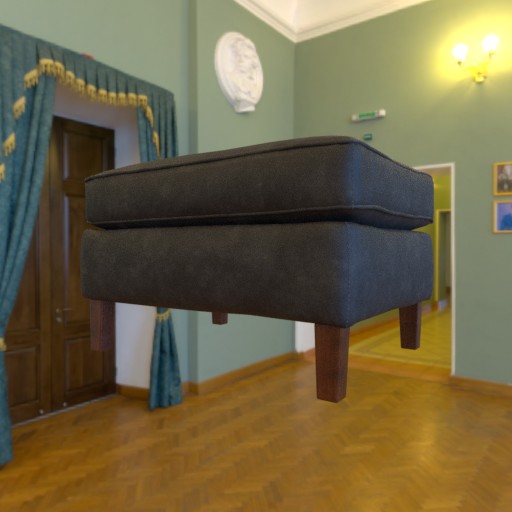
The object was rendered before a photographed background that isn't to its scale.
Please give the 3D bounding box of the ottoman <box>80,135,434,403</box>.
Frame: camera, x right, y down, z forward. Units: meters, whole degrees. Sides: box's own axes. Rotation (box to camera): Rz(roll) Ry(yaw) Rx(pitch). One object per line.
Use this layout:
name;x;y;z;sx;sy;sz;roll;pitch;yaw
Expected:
ottoman;0.000;0.000;0.985;0.665;0.413;0.501;1;1;35
